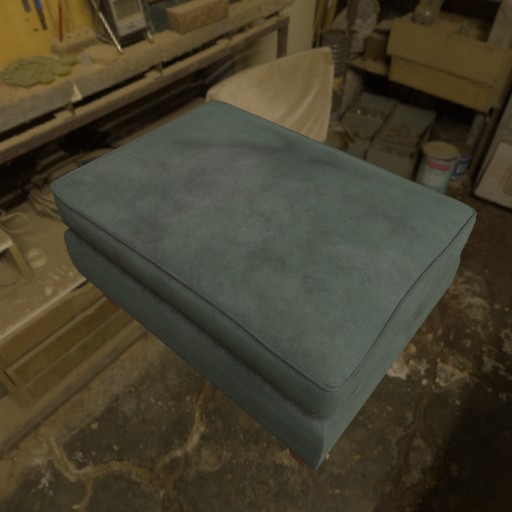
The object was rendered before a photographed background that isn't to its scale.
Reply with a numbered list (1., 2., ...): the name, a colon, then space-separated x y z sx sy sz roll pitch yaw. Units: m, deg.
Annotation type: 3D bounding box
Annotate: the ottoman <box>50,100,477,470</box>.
1. ottoman: 0.000 0.000 1.188 0.864 0.495 0.632 32 54 27
